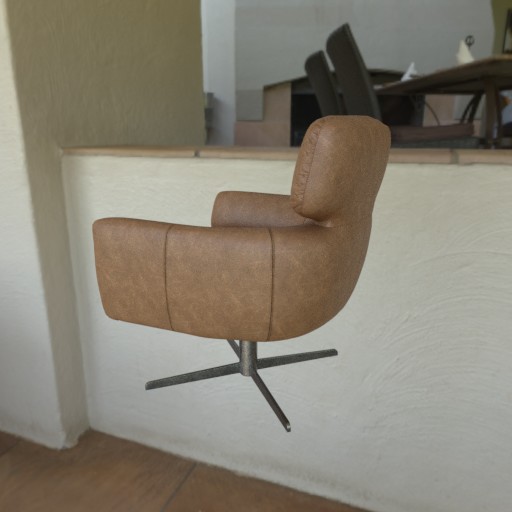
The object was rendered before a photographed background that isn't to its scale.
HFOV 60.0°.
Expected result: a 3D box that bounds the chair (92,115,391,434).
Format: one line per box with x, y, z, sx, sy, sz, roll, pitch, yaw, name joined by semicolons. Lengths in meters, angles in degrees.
0.000;0.000;1.362;0.715;0.812;0.706;7;17;24;chair
